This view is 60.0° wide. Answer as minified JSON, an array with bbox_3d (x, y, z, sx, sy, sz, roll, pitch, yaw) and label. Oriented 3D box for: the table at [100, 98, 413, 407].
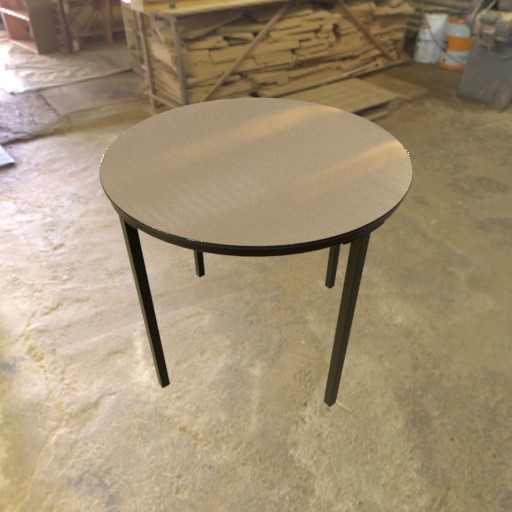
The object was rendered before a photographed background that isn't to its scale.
[{"bbox_3d":[0.000,0.000,0.871,0.499,0.443,0.499,0,40,0],"label":"table"}]
